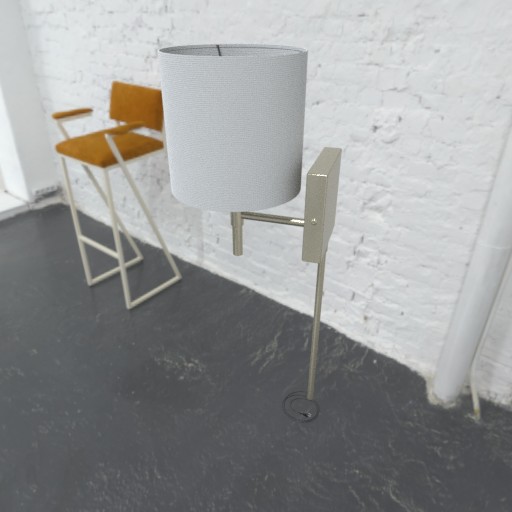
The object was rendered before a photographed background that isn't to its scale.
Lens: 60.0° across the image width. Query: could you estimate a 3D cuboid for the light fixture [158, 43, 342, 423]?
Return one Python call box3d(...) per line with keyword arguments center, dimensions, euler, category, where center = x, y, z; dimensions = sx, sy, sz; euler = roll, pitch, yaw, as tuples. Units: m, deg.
box3d(center=(0.000, 0.000, 0.697), dimensions=(0.248, 0.589, 0.188), euler=(9, 31, 15), category="light fixture")
